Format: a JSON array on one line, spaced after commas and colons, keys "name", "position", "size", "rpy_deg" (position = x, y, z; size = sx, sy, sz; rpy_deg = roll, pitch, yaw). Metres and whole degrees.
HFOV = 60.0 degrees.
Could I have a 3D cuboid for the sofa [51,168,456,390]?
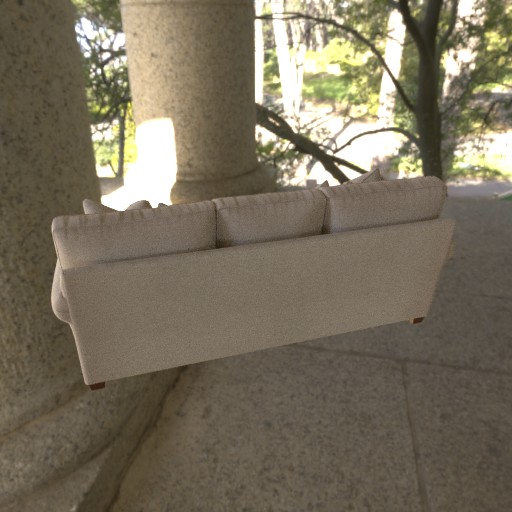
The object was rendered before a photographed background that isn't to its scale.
[{"name": "sofa", "position": [0.000, 0.000, 2.791], "size": [2.312, 0.975, 0.965], "rpy_deg": [-8, 27, -16]}]
